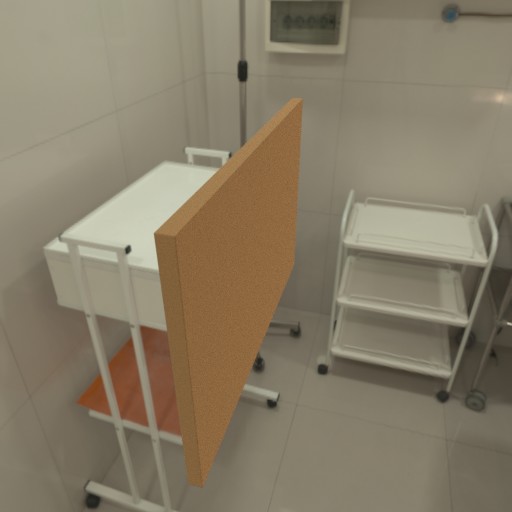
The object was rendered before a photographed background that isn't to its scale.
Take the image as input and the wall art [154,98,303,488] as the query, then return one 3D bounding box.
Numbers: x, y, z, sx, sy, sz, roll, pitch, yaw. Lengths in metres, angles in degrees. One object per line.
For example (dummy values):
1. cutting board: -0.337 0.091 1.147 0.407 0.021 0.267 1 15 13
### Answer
1. wall art: 0.000 0.000 1.157 0.033 0.608 0.915 9 33 14
